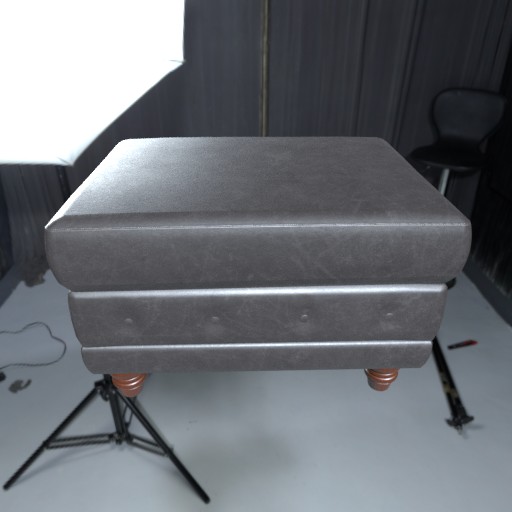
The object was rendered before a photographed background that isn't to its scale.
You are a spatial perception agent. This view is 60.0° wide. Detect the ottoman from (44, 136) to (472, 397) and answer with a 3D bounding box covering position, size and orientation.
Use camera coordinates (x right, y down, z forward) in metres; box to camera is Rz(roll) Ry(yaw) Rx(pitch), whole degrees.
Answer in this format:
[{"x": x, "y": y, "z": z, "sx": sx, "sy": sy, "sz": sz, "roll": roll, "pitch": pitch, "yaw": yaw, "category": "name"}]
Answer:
[{"x": 0.000, "y": 0.000, "z": 1.148, "sx": 0.795, "sy": 0.498, "sz": 0.590, "roll": -1, "pitch": 30, "yaw": -2, "category": "ottoman"}]
